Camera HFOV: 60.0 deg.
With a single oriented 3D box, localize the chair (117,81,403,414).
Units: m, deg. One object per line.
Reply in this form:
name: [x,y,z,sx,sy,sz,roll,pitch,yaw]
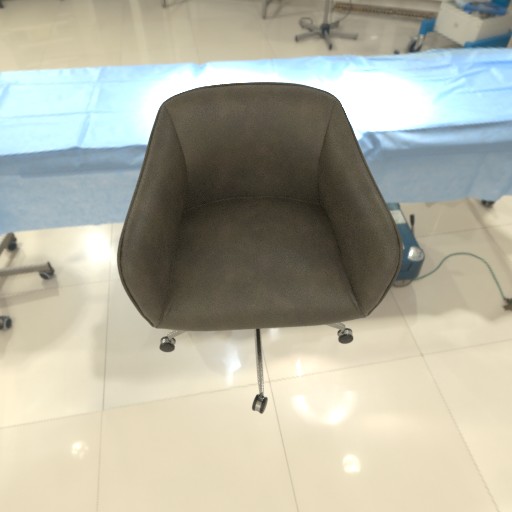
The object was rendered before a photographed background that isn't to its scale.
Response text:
chair: [0.000,0.000,1.395,0.713,0.827,0.689,-3,48,-2]
